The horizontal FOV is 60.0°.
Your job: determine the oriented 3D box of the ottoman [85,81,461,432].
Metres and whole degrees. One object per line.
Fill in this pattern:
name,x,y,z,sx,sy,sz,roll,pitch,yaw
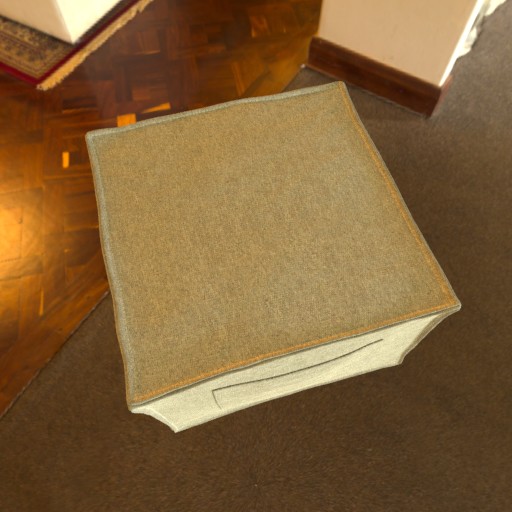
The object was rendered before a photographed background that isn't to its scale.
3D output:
ottoman,0.000,0.000,1.164,0.707,0.470,0.696,-15,64,-8
